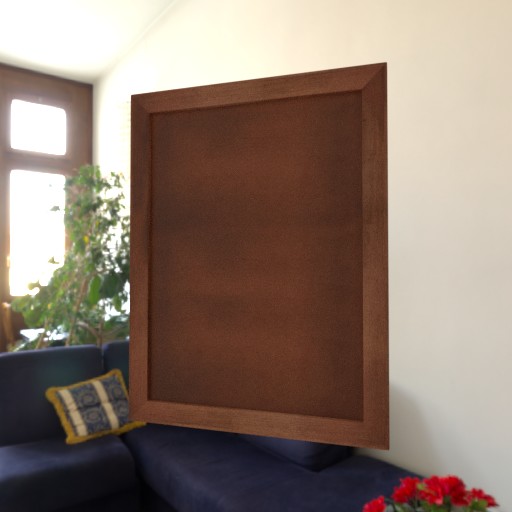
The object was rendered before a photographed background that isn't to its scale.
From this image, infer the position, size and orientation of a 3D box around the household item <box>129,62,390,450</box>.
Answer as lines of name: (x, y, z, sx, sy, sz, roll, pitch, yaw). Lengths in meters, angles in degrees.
household item: (0.000, 0.000, 0.541, 0.310, 0.407, 0.067, 0, -1, 17)
